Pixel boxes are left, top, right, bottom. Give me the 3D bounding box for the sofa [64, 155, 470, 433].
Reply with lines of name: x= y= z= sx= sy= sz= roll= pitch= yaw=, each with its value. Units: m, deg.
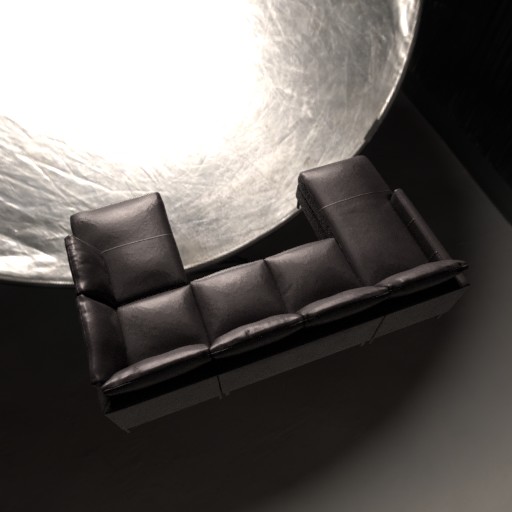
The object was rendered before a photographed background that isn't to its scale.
sofa: x=0.000 y=0.000 z=3.896 sx=2.956 sy=0.900 sz=1.939 roll=-17 pitch=59 yaw=-11
